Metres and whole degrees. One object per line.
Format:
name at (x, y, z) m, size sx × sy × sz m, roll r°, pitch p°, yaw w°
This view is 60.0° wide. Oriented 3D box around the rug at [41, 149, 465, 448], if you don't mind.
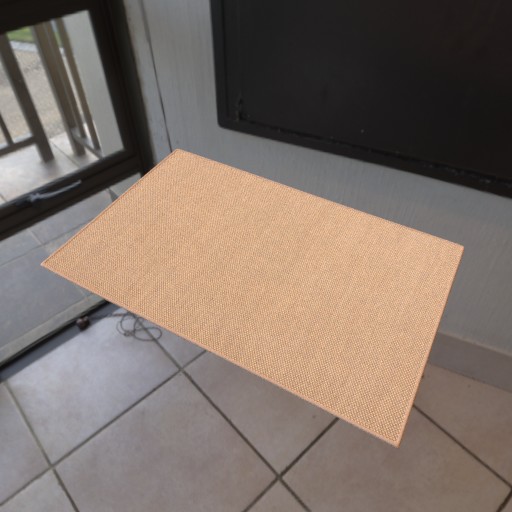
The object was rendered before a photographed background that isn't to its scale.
rug at (0.000, 0.000, 2.062) m, size 1.676 × 0.013 × 1.067 m, roll 22°, pitch 51°, yaw 19°
